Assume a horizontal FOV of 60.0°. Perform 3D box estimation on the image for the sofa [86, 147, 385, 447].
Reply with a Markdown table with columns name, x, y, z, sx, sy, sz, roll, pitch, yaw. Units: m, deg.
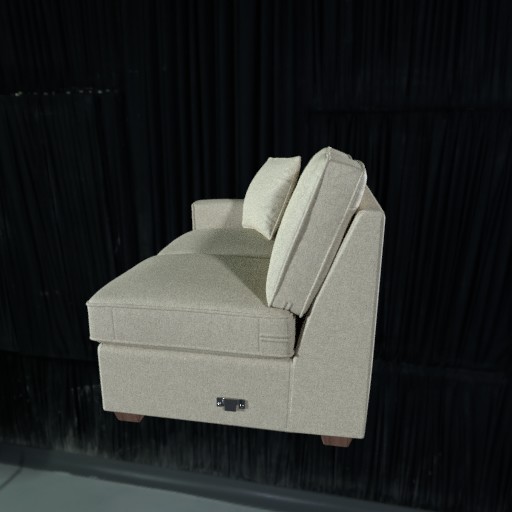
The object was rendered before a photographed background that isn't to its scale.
| name | x | y | z | sx | sy | sz | roll | pitch | yaw |
| --- | --- | --- | --- | --- | --- | --- | --- | --- | --- |
| sofa | 0.000 | 0.000 | 2.079 | 0.991 | 0.989 | 1.388 | 3 | 16 | 9 |
